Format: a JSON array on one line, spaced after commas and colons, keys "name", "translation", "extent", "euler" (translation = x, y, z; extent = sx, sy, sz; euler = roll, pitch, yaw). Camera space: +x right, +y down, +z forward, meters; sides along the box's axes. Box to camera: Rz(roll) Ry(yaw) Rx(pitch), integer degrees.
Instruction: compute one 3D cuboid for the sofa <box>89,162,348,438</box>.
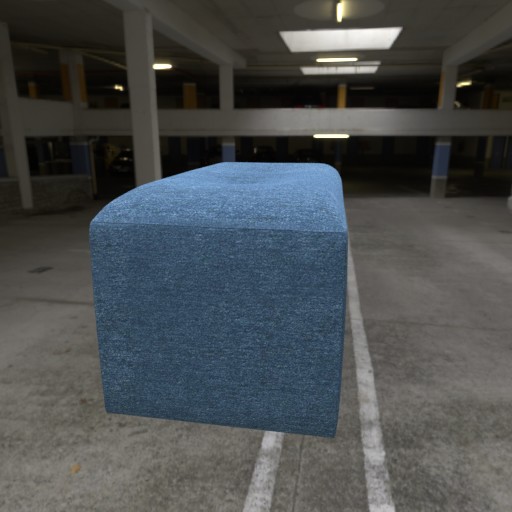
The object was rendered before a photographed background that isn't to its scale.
[{"name": "sofa", "translation": [0.000, 0.000, 1.237], "extent": [0.480, 0.470, 0.930], "euler": [3, 16, 9]}]
